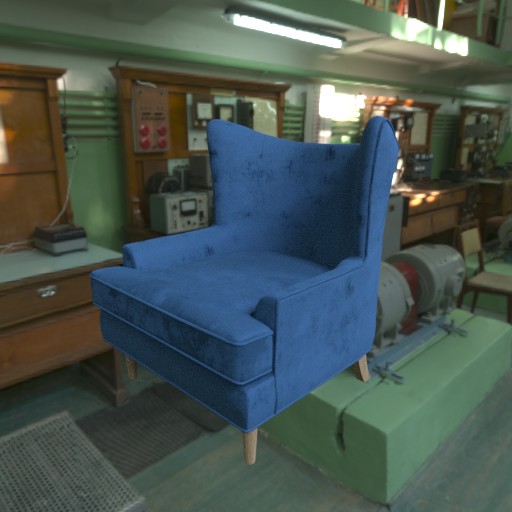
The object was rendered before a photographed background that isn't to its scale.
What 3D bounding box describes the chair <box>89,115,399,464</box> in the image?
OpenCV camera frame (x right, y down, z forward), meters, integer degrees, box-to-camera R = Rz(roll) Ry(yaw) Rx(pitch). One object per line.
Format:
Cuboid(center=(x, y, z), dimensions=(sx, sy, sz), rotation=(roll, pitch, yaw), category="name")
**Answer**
Cuboid(center=(0.000, 0.000, 1.589), dimensions=(0.793, 0.952, 0.910), rotation=(15, 22, 42), category="chair")
